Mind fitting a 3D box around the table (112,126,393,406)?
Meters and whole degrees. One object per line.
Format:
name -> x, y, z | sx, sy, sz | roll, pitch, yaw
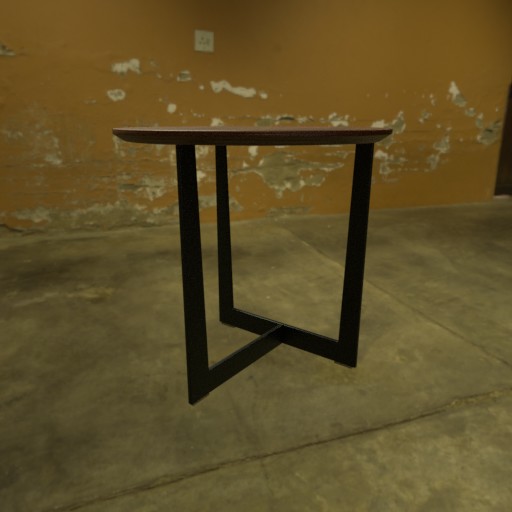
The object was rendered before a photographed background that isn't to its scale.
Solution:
table -> 0.000, 0.000, 0.857 | 0.477, 0.476, 0.494 | 8, 19, 25
